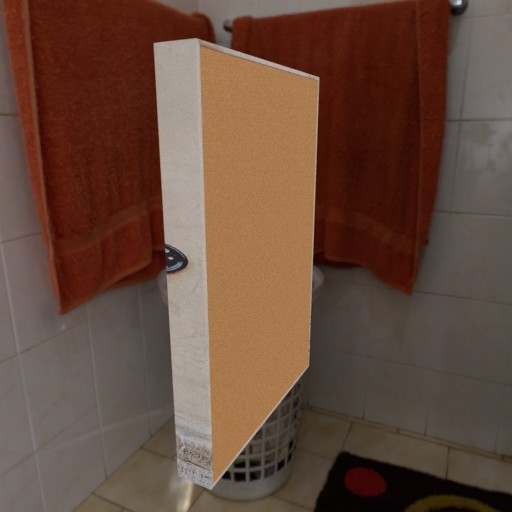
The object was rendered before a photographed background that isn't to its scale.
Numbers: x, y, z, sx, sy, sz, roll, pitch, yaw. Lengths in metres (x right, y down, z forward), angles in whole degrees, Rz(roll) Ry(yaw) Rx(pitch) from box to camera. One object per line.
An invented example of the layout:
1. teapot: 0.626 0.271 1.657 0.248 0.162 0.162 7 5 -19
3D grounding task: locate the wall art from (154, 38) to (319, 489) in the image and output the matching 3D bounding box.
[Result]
1. wall art: 0.000 0.000 0.475 0.038 0.381 0.254 8 17 26
